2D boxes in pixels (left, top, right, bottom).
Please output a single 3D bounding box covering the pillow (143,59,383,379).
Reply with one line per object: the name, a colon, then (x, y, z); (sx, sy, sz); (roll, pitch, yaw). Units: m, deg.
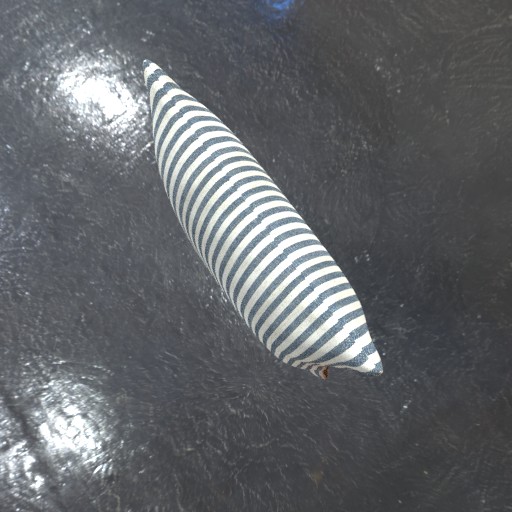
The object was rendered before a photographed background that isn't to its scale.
pillow: (0.000, 0.000, 0.800); (0.166, 0.510, 0.523); (-34, 77, -9)
